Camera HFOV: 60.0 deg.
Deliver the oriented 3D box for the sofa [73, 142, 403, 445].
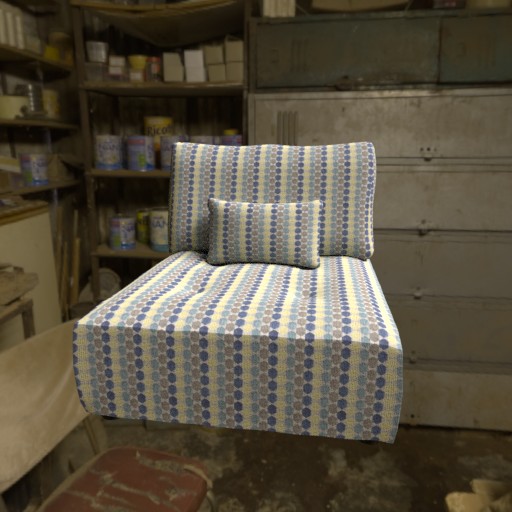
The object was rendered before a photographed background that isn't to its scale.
[{"bbox_3d":[0.000,0.000,1.649,0.930,0.830,1.000,2,14,8],"label":"sofa"}]
